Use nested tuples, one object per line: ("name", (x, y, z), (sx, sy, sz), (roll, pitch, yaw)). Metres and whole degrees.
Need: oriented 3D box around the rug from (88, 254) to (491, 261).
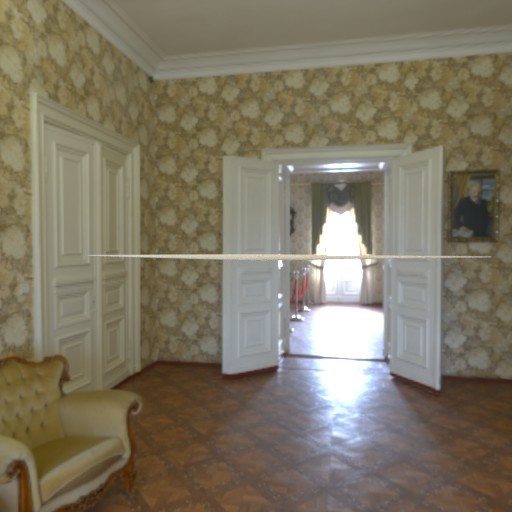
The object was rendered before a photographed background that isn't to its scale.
("rug", (0.000, 0.000, 3.711), (1.981, 0.006, 2.895), (0, 1, -35))
